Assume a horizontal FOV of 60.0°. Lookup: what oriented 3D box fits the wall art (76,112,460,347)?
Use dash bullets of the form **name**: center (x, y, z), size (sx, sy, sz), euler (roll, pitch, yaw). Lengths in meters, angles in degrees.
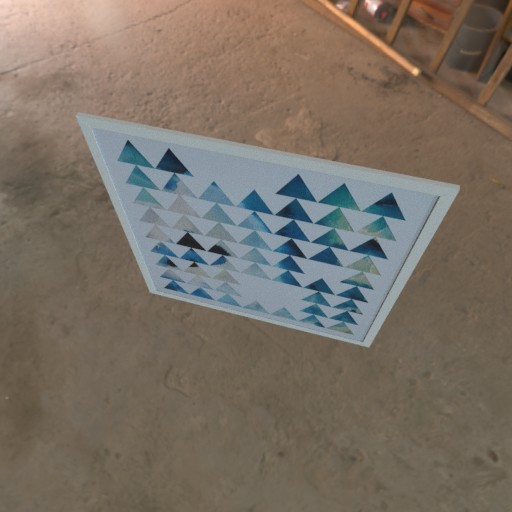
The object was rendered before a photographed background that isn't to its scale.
- **wall art**: center (0.000, 0.000, 1.247), size (0.809, 0.809, 0.012), euler (13, 58, 8)
